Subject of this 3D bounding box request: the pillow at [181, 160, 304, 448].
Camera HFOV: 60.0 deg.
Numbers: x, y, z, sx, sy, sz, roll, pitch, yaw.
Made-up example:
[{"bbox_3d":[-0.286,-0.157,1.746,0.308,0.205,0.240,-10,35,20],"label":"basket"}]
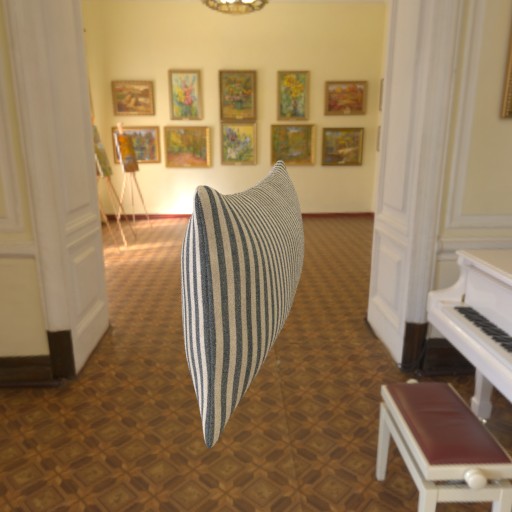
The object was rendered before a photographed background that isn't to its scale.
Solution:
[{"bbox_3d":[0.000,0.000,0.750,0.151,0.295,0.617,3,15,10],"label":"pillow"}]
